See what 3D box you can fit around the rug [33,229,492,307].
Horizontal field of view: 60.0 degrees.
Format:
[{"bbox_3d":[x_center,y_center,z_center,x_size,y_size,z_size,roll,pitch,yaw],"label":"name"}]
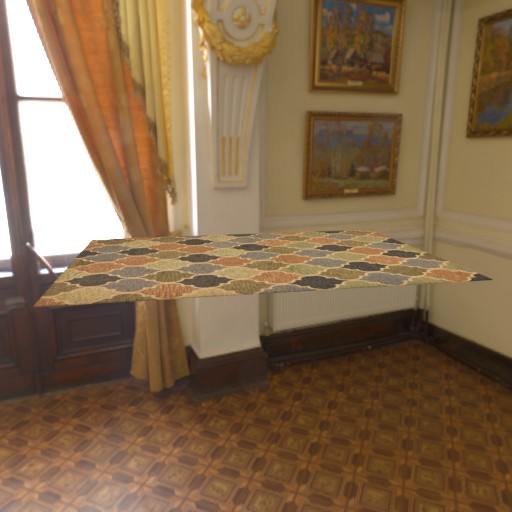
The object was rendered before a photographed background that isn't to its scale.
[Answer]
[{"bbox_3d":[0.000,0.000,2.888,2.284,0.006,1.521,-3,14,-10],"label":"rug"}]
